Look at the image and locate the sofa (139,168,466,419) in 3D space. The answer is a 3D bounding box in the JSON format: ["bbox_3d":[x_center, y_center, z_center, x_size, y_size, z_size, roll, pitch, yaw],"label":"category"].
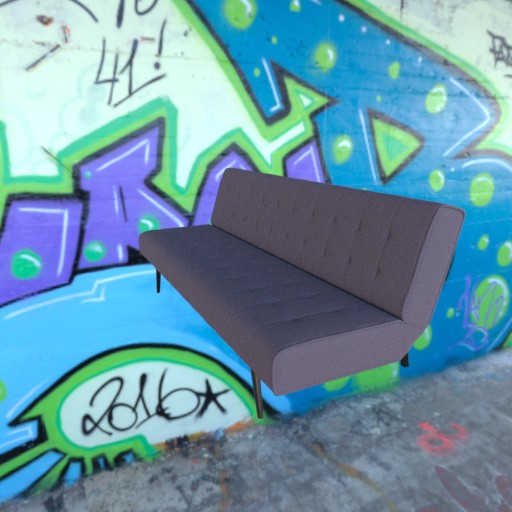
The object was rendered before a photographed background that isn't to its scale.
[{"bbox_3d":[0.000,0.000,2.090,0.747,0.699,1.703,-8,17,-25],"label":"sofa"}]
